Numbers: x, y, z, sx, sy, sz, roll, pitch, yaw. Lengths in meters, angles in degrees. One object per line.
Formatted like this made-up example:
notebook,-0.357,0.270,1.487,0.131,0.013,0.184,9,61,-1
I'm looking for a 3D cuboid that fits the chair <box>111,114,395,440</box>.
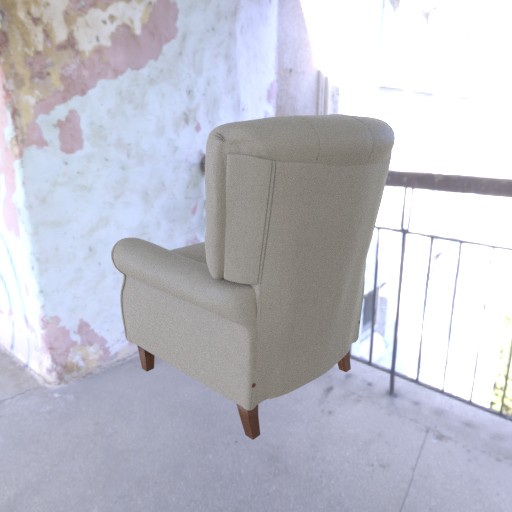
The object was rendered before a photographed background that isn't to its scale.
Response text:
chair,0.000,0.000,1.918,1.059,1.158,0.943,15,22,41
